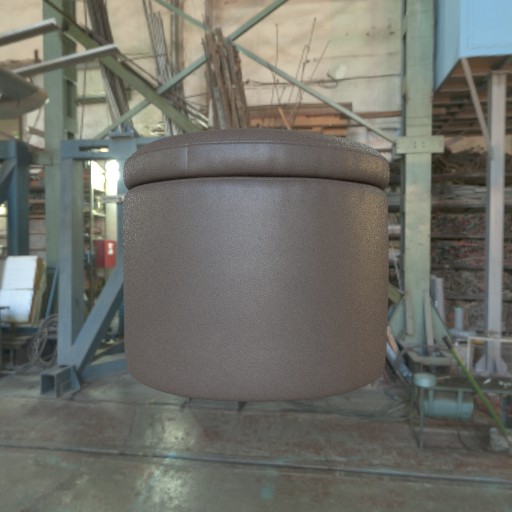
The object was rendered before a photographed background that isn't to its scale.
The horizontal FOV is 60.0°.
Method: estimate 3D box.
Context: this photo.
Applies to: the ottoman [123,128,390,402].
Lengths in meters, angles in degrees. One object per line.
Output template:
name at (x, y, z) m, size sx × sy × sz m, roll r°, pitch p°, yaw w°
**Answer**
ottoman at (0.000, 0.000, 0.869) m, size 0.500 × 0.409 × 0.500 m, roll 0°, pitch 2°, yaw 0°
